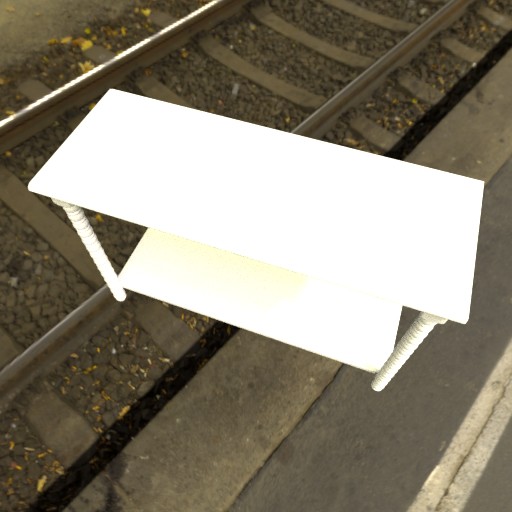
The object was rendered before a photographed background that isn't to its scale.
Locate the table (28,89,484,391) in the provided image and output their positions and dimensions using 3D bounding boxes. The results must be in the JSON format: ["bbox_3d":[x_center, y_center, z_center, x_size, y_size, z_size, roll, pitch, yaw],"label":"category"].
[{"bbox_3d":[0.000,0.000,1.530,1.184,0.740,0.459,17,59,11],"label":"table"}]
